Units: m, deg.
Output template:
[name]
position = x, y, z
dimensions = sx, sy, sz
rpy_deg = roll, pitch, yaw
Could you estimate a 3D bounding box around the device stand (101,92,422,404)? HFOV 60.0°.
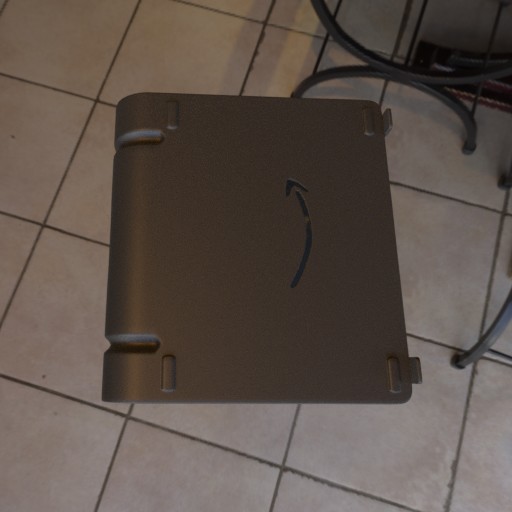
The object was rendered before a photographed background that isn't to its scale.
[device stand]
position = 0.000, 0.000, 0.402
dimensions = 0.236, 0.155, 0.256
rpy_deg = -2, 76, 0
